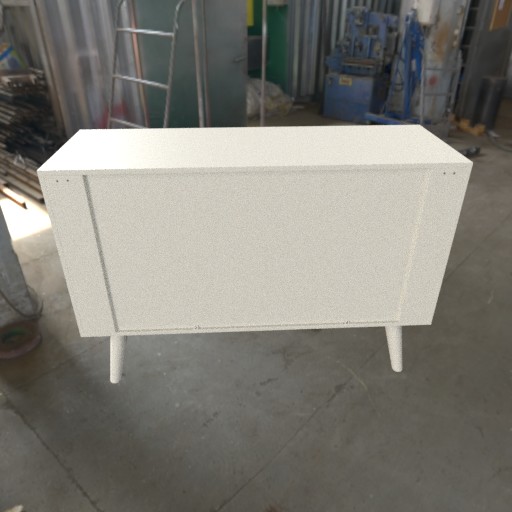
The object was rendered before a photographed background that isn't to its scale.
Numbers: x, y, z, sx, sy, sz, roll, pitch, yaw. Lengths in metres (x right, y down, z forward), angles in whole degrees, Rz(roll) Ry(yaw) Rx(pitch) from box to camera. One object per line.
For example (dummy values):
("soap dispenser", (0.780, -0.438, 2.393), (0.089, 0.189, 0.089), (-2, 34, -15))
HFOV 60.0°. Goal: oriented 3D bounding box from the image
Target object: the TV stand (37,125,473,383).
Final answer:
("TV stand", (0.000, 0.000, 1.591), (1.193, 0.812, 0.406), (-2, 31, -3))
